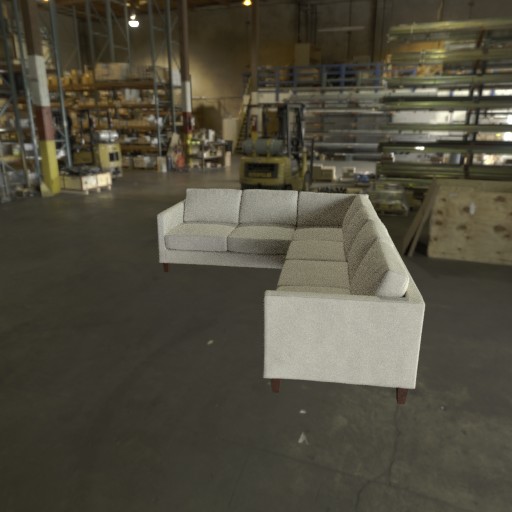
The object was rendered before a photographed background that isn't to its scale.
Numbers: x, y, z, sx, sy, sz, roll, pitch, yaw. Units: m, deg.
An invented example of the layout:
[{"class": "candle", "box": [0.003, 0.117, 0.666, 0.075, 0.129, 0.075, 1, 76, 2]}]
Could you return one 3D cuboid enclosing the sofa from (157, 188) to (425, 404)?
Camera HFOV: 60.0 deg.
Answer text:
[{"class": "sofa", "box": [0.000, 0.000, 4.228, 2.432, 0.863, 3.182, 3, 17, 9]}]
